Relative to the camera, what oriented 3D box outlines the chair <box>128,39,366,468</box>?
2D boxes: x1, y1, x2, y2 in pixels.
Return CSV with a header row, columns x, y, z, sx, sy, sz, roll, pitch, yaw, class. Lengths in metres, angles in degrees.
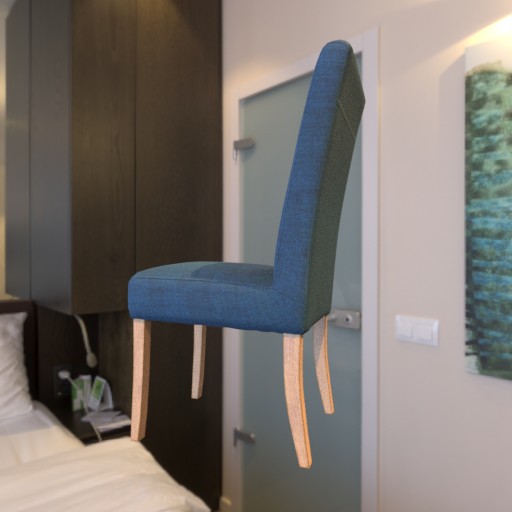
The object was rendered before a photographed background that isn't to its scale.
x,y,z,sx,sy,sz,roll,pitch,yaw,class
0.000,0.000,1.328,0.610,1.029,0.450,0,1,18,chair
